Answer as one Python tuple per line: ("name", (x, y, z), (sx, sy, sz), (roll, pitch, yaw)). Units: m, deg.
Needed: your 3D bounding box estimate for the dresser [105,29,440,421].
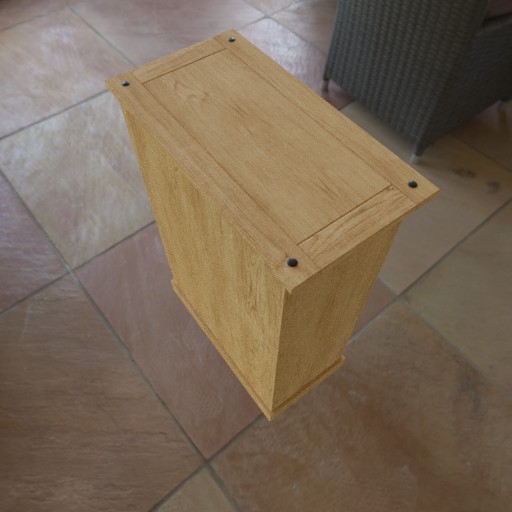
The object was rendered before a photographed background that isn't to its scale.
("dresser", (0.000, 0.000, 1.781), (0.485, 1.300, 0.915), (-32, 62, -19))
